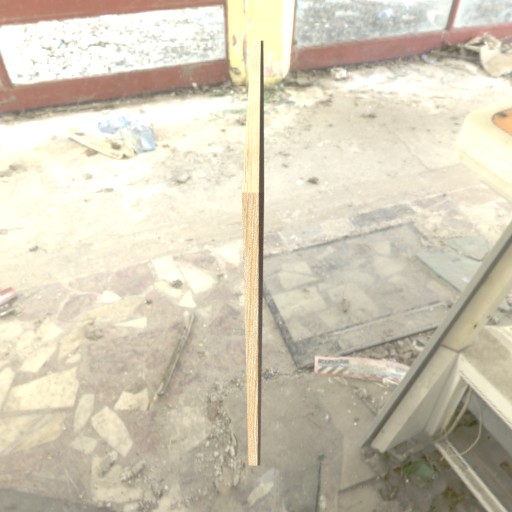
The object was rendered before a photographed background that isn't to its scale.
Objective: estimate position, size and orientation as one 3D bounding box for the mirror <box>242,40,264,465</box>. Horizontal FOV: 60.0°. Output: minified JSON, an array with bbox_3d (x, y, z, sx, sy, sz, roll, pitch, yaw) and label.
[{"bbox_3d":[0.000,0.000,1.194,0.032,0.882,0.730,0,41,0],"label":"mirror"}]
